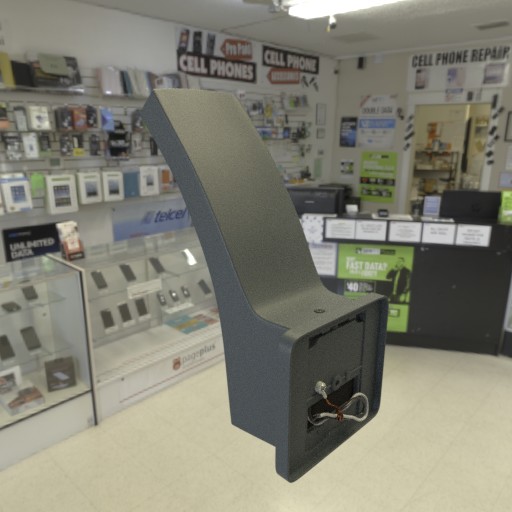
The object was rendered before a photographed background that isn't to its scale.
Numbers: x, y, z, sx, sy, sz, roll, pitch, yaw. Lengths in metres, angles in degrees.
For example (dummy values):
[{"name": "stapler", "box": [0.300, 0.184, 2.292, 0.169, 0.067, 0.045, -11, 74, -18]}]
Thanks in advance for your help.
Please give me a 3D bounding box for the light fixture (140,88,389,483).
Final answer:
[{"name": "light fixture", "box": [0.000, 0.000, 0.333, 0.108, 0.243, 0.174, -15, 21, -42]}]
